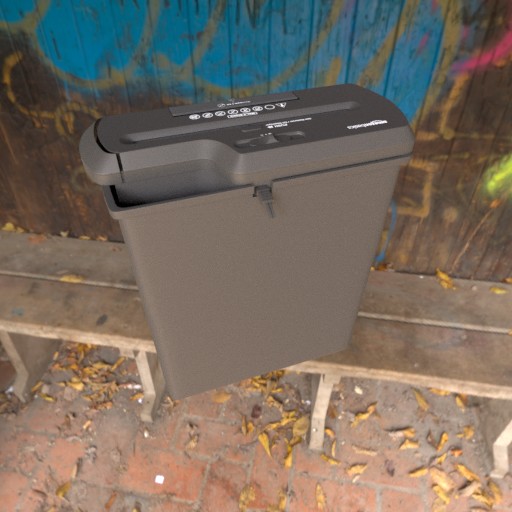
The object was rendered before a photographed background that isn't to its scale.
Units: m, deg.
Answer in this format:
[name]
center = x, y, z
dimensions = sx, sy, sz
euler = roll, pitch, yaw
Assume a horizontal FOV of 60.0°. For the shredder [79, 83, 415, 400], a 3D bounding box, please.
[shredder]
center = 0.000, 0.000, 0.521
dimensions = 0.320, 0.335, 0.170
euler = -13, 43, -14
